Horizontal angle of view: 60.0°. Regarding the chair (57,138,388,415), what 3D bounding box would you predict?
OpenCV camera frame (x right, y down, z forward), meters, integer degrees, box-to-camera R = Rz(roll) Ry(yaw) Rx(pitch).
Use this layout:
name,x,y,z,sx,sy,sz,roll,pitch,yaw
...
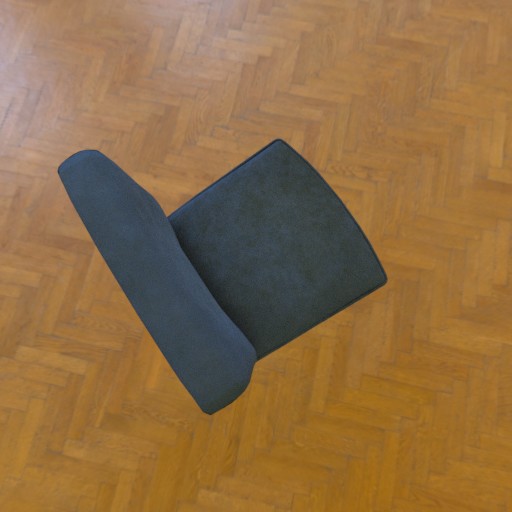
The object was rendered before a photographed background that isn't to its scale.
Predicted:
name,x,y,z,sx,sy,sz,roll,pitch,yaw
chair,0.000,0.000,1.163,0.551,0.806,0.521,-33,78,-8
